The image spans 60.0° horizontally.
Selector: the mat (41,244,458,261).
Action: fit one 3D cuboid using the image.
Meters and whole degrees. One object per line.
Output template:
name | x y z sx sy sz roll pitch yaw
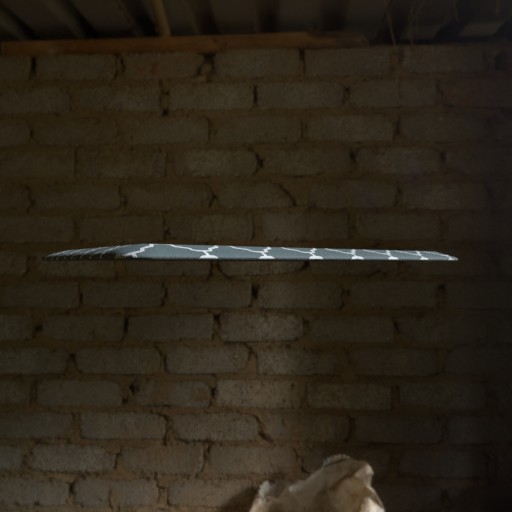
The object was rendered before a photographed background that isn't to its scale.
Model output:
mat | 0.000 0.000 0.949 0.762 0.021 0.508 1 -1 -36
